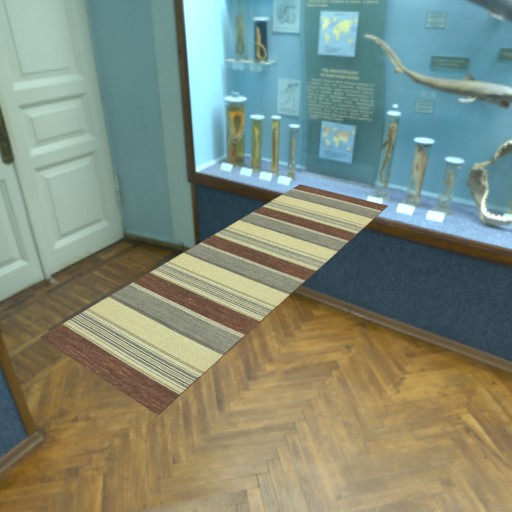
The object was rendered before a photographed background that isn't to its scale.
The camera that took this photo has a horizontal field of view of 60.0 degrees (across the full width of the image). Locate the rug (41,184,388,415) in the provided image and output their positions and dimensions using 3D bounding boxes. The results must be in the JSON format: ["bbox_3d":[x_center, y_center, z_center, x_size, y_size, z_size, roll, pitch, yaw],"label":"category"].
[{"bbox_3d":[0.000,0.000,2.769,0.792,0.006,2.437,20,36,30],"label":"rug"}]
